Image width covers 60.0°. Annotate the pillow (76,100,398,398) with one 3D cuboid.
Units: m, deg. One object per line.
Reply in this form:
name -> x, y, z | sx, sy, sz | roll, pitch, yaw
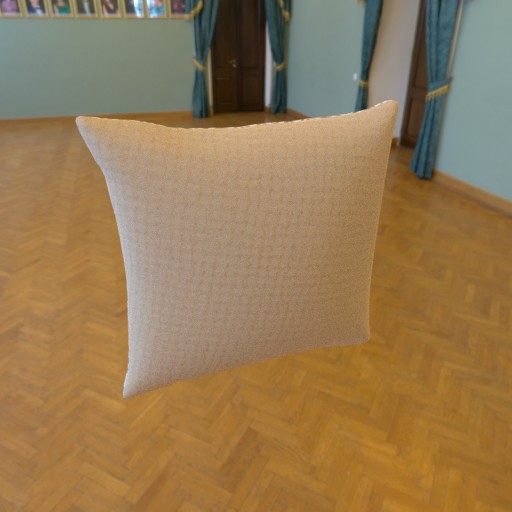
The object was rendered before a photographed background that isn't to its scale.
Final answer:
pillow -> 0.000, 0.000, 0.632 | 0.419, 0.407, 0.173 | -9, 28, -17
